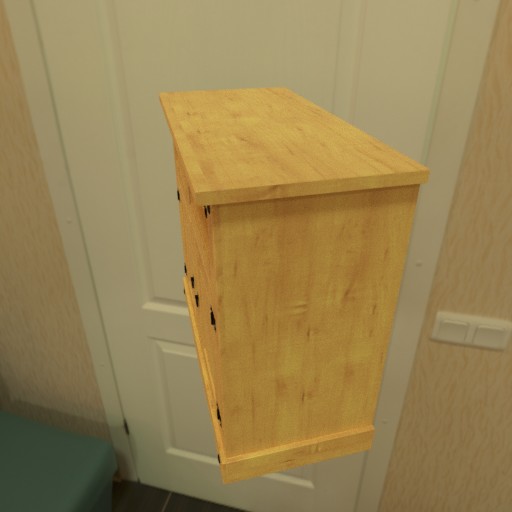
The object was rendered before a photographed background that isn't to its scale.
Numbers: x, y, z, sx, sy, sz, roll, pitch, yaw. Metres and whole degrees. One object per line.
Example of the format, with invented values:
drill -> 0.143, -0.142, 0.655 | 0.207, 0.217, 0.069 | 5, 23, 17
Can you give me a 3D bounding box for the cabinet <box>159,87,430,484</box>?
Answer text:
cabinet -> 0.000, 0.000, 1.394 | 0.450, 0.840, 0.920 | -7, 31, -12
